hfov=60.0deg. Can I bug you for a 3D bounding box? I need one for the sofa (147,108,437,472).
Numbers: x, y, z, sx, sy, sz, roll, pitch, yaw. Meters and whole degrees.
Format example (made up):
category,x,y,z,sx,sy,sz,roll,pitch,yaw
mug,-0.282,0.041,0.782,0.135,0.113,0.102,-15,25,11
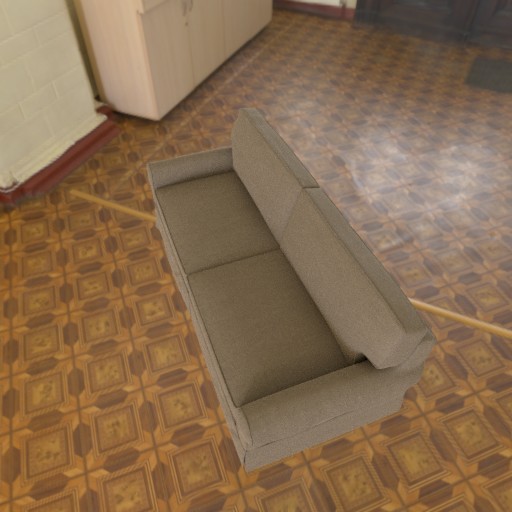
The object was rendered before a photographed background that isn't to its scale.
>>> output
category,x,y,z,sx,sy,sz,roll,pitch,yaw
sofa,0.000,0.000,2.811,0.991,0.943,2.248,-16,49,-14
